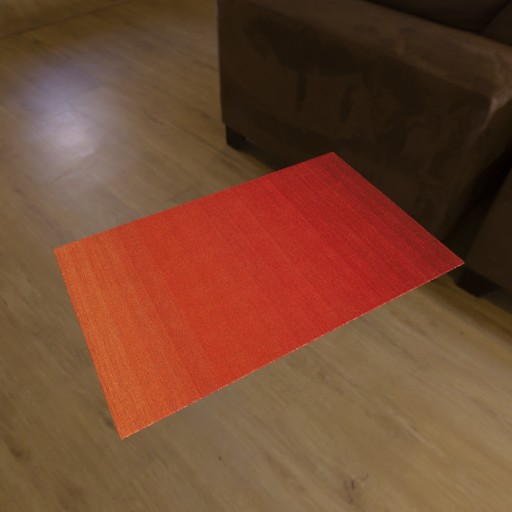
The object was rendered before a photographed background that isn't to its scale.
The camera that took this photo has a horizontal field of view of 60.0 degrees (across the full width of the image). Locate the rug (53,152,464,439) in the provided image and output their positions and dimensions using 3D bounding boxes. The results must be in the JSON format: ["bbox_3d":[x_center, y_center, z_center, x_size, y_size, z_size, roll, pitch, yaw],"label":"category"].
[{"bbox_3d":[0.000,0.000,3.098,2.442,0.010,1.531,-23,51,-20],"label":"rug"}]
